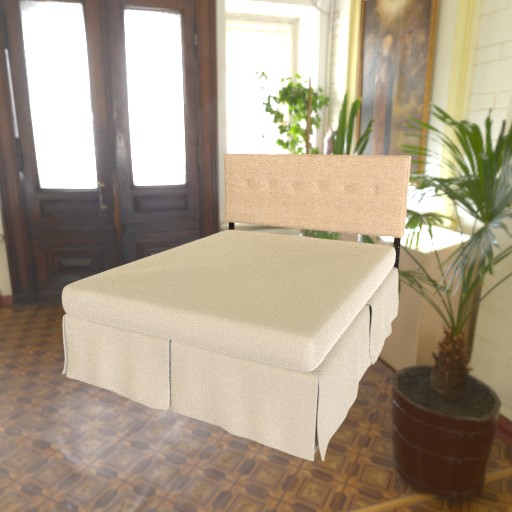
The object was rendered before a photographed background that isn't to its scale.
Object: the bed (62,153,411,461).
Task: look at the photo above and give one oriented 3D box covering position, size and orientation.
[{"bbox_3d":[0.000,0.000,2.943,1.643,1.270,1.978,7,16,26],"label":"bed"}]
